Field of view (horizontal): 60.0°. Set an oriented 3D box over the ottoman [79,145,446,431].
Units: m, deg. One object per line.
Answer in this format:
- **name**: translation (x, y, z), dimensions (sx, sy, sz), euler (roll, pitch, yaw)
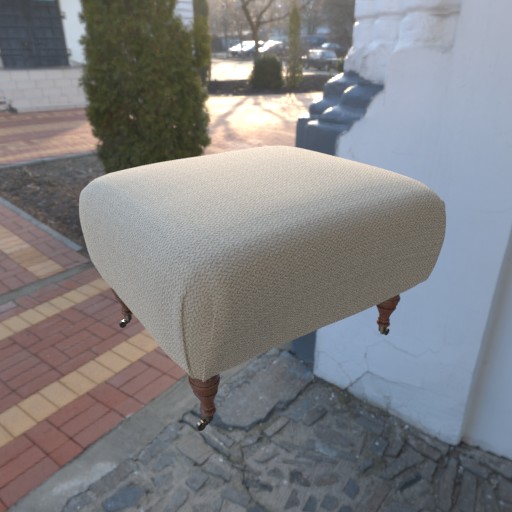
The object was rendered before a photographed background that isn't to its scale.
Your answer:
- **ottoman**: translation (0.000, 0.000, 1.084), dimensions (0.684, 0.447, 0.622), euler (-17, 30, -32)
